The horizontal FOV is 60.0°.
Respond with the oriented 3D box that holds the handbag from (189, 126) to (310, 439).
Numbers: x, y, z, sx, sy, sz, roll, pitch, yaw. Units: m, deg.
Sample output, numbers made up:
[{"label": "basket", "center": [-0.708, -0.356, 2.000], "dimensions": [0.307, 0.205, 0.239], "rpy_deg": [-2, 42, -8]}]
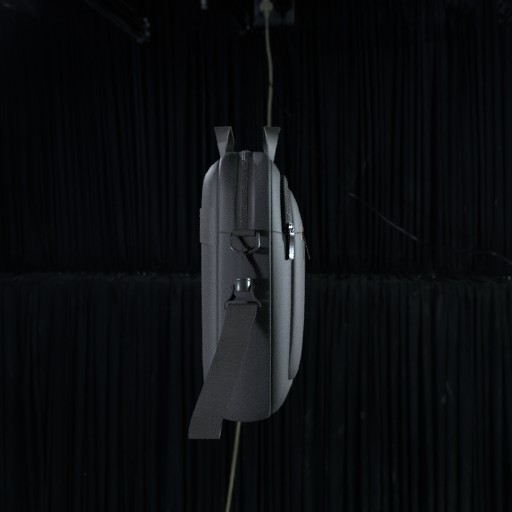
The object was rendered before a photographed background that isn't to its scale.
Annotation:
[{"label": "handbag", "center": [0.000, 0.000, 0.586], "dimensions": [0.126, 0.330, 0.429], "rpy_deg": [0, 1, 0]}]
